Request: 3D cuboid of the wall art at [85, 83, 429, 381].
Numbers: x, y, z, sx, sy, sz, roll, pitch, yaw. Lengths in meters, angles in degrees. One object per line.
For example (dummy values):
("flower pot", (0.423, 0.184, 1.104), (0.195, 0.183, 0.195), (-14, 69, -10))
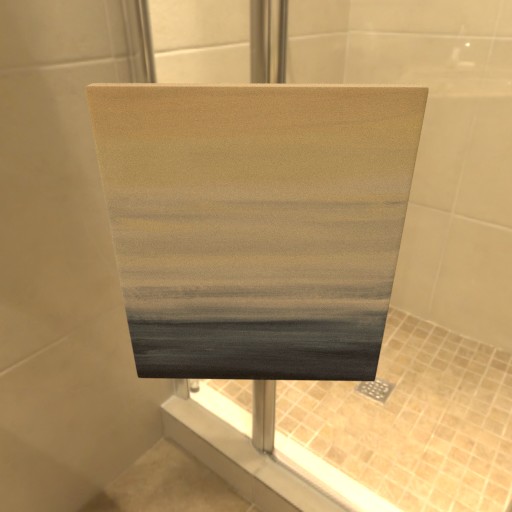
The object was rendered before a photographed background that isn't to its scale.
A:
("wall art", (0.000, 0.000, 0.974), (0.608, 0.710, 0.041), (1, 30, 1))
